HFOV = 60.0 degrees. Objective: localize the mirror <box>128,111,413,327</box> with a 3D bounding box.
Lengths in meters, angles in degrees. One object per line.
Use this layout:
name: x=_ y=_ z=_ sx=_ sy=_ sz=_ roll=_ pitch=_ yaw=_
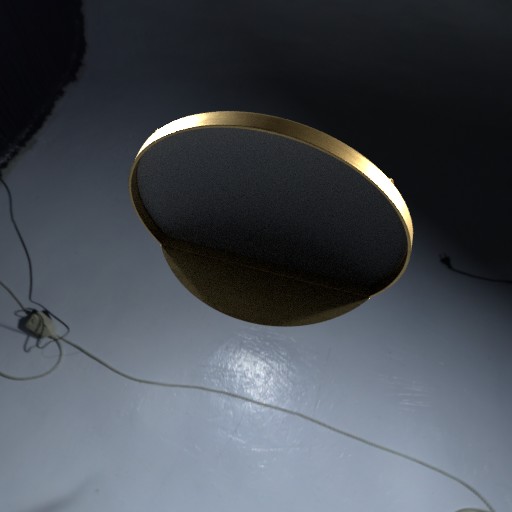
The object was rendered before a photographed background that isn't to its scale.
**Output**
mirror: x=0.000 y=0.000 z=0.700 sx=0.457 sy=0.457 sz=0.133 roll=14 pitch=60 yaw=8
